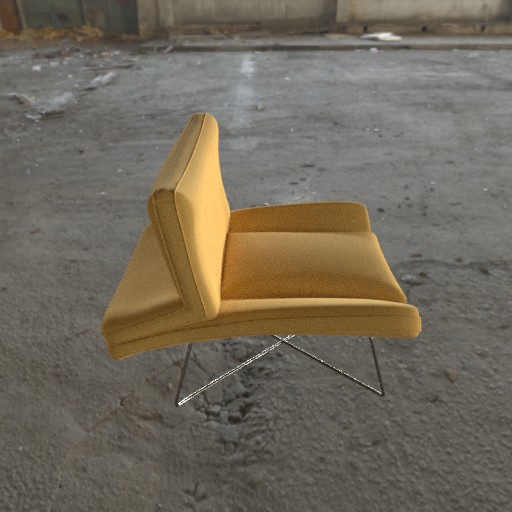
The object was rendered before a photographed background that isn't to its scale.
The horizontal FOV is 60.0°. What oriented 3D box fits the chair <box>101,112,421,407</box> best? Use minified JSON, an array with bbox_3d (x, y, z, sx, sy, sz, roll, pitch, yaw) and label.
[{"bbox_3d":[0.000,0.000,1.649,1.008,0.855,0.859,0,31,0],"label":"chair"}]
